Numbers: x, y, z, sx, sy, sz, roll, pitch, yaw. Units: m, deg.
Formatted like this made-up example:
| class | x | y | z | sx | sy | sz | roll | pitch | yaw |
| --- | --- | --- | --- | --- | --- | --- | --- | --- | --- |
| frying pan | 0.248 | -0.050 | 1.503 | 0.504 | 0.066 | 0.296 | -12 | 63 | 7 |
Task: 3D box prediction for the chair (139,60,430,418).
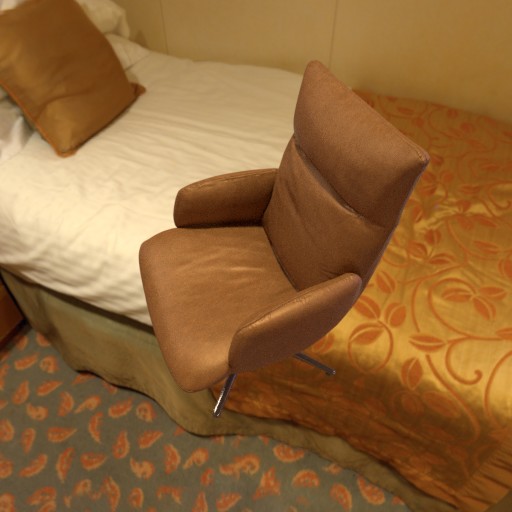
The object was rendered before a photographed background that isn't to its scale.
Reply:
| class | x | y | z | sx | sy | sz | roll | pitch | yaw |
| --- | --- | --- | --- | --- | --- | --- | --- | --- | --- |
| chair | 0.000 | 0.000 | 1.534 | 0.794 | 1.027 | 0.711 | -16 | 48 | -15 |
